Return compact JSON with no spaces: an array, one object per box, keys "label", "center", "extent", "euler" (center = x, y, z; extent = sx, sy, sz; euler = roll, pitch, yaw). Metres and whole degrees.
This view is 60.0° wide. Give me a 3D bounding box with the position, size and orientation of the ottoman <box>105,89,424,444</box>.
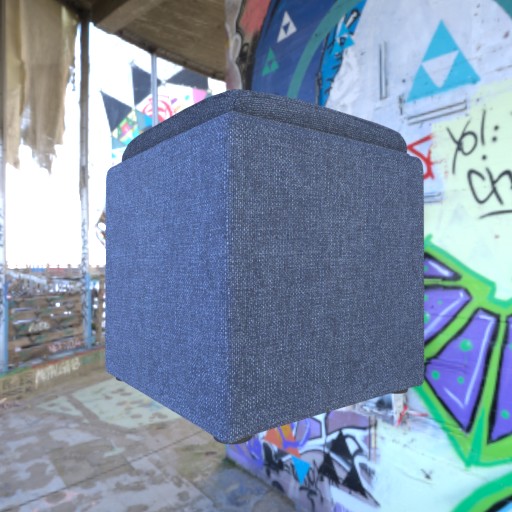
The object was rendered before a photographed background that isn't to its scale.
[{"label":"ottoman","center":[0.000,0.000,0.854],"extent":[0.436,0.493,0.454],"euler":[0,0,-37]}]
